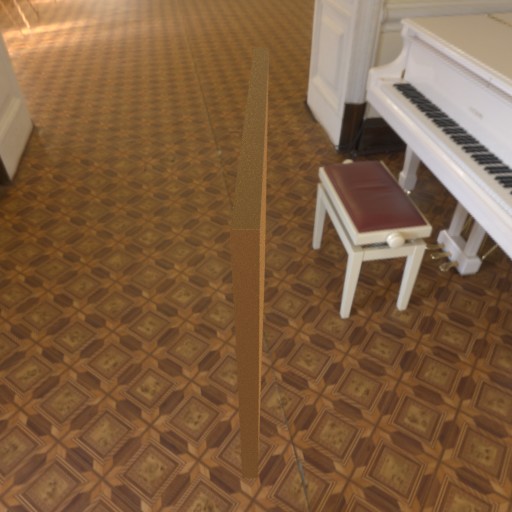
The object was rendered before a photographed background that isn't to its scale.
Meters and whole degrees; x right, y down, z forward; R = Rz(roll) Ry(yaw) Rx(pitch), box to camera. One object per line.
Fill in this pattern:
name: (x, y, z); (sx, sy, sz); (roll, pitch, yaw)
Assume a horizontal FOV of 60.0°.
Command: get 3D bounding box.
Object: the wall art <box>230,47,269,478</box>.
wall art: (0.000, 0.000, 1.107); (0.038, 0.762, 0.762); (1, 41, 2)
